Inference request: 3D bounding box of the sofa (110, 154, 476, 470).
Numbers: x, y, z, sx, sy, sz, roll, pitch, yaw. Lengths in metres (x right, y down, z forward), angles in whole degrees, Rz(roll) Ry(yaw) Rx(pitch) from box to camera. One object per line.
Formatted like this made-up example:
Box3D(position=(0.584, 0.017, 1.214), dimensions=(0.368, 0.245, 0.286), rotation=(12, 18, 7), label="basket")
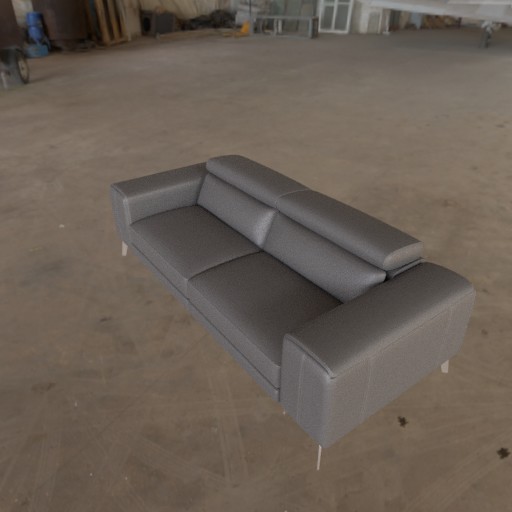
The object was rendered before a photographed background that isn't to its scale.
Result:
Box3D(position=(0.000, 0.000, 2.799), dimensions=(1.023, 0.759, 2.321), rotation=(-21, 37, -30), label="sofa")
